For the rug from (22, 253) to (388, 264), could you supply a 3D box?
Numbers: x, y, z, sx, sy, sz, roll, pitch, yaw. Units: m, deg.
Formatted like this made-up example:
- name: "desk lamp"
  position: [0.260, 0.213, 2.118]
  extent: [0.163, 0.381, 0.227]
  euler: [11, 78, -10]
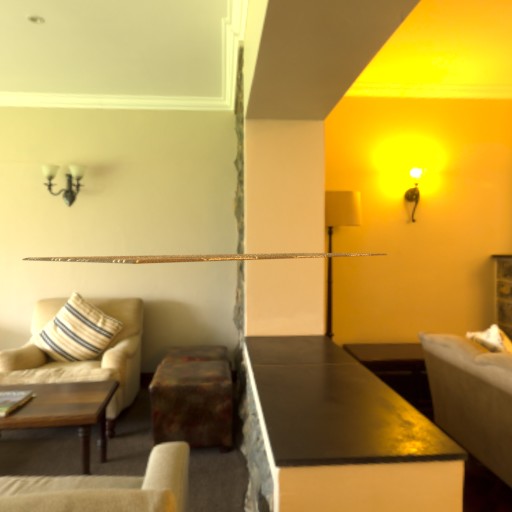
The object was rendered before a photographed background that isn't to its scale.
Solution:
- name: "rug"
  position: [0.000, 0.000, 2.730]
  extent: [0.773, 0.012, 2.464]
  euler: [1, 1, 36]
